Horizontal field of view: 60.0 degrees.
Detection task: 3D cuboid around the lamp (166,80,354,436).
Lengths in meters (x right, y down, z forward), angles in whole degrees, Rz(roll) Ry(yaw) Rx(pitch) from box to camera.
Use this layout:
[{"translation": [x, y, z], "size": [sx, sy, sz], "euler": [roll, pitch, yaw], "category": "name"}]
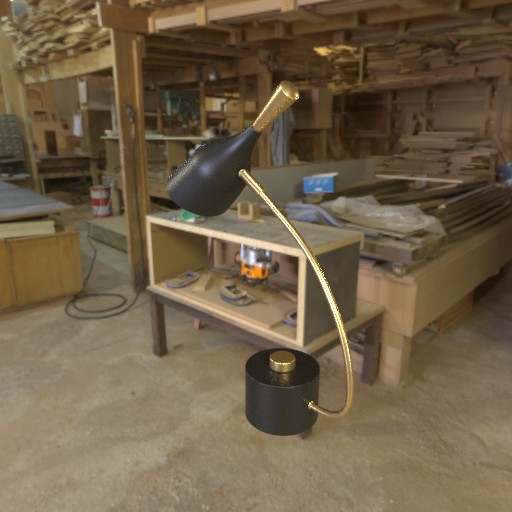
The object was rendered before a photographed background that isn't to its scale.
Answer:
[{"translation": [0.000, 0.000, 0.637], "size": [0.110, 0.464, 0.352], "euler": [-16, 23, -41], "category": "lamp"}]
